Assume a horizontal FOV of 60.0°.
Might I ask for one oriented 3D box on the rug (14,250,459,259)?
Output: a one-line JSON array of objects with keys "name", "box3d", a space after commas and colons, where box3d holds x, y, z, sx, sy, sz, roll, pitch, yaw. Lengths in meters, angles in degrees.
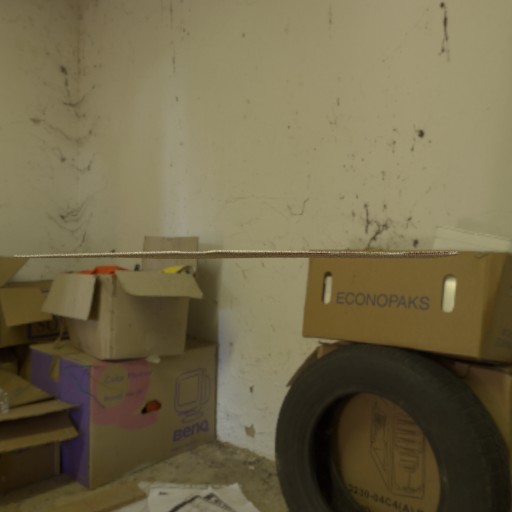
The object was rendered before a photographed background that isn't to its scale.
[{"name": "rug", "box3d": [0.000, 0.000, 4.093, 3.202, 0.045, 2.434, 0, -1, 19]}]
